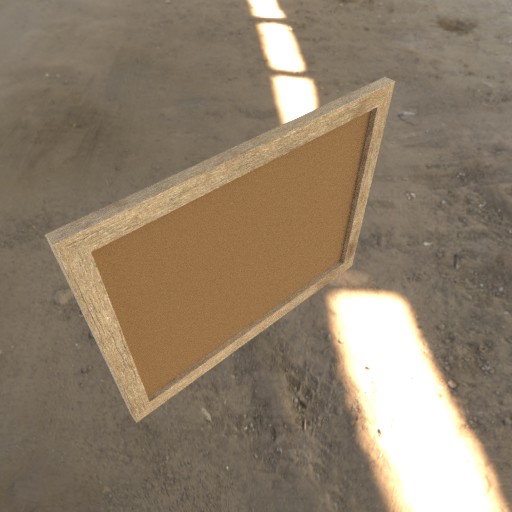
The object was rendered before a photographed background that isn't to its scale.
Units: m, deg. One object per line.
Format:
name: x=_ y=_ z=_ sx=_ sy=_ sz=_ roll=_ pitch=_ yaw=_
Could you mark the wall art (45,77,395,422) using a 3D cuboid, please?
wall art: x=0.000 y=0.000 z=0.908 sx=0.690 sy=0.535 sz=0.026 roll=-32 pitch=54 yaw=-27
